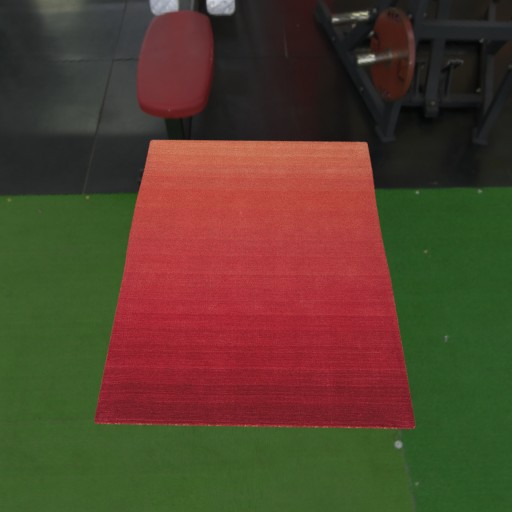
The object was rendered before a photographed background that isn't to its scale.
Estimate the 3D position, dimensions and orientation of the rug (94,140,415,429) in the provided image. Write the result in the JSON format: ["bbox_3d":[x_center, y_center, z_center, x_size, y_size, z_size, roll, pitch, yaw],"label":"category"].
[{"bbox_3d":[0.000,0.000,3.967,2.340,0.028,2.905,1,58,0],"label":"rug"}]
